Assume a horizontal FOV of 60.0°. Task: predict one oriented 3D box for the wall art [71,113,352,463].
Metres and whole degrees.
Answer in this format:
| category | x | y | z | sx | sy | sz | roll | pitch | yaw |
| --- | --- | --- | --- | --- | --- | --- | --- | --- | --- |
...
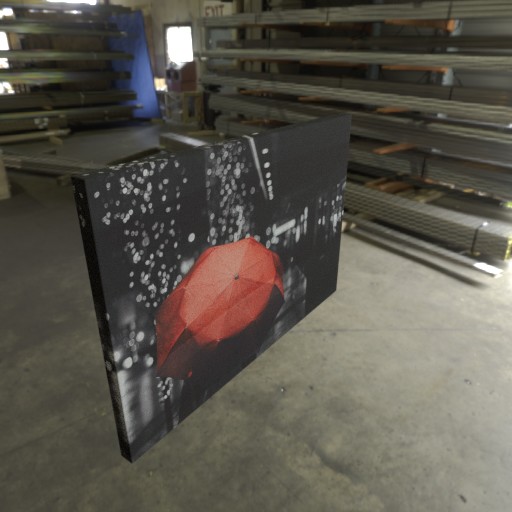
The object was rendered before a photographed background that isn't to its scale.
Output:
| category | x | y | z | sx | sy | sz | roll | pitch | yaw |
| --- | --- | --- | --- | --- | --- | --- | --- | --- | --- |
| wall art | 0.000 | 0.000 | 1.138 | 0.038 | 0.609 | 0.914 | 18 | 30 | 33 |
